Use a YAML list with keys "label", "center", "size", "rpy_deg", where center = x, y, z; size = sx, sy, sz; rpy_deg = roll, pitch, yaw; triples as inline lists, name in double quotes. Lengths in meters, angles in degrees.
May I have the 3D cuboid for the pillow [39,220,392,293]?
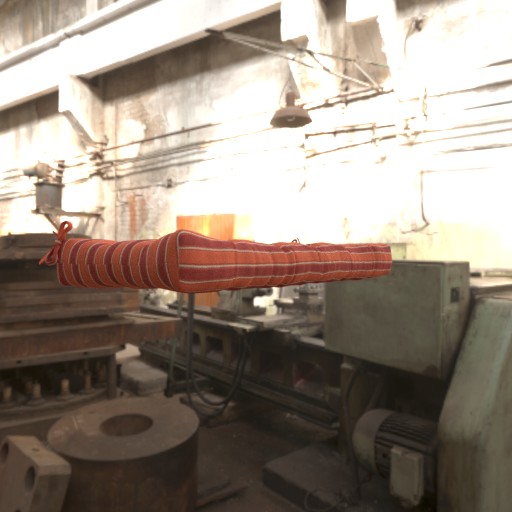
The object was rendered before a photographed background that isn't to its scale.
- label: "pillow"
  center: [0.000, 0.000, 1.406]
  size: [0.511, 0.174, 1.194]
  rpy_deg: [0, 0, 36]
